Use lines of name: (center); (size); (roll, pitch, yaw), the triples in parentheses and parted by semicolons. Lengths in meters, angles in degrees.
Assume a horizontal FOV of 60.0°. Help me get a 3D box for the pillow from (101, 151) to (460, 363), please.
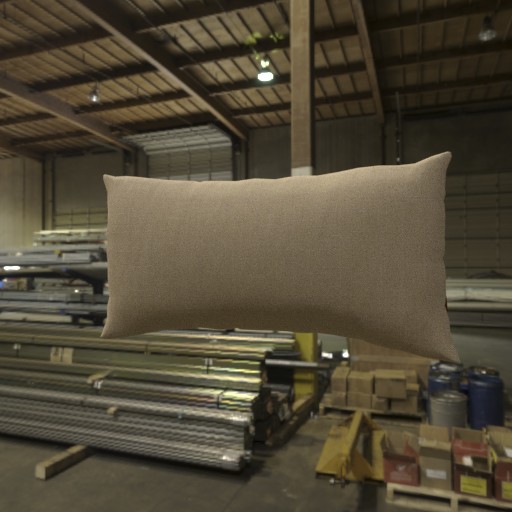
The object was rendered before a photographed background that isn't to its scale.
pillow: (0.000, 0.000, 0.732); (0.612, 0.308, 0.148); (0, -1, 19)
